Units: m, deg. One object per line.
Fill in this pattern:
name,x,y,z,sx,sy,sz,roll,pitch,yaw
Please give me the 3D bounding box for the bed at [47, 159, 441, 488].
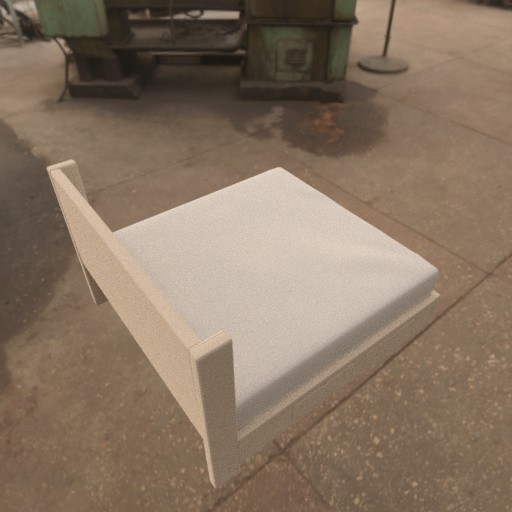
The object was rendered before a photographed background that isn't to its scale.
bed,0.000,0.000,3.633,2.293,1.471,2.145,-27,48,-27
